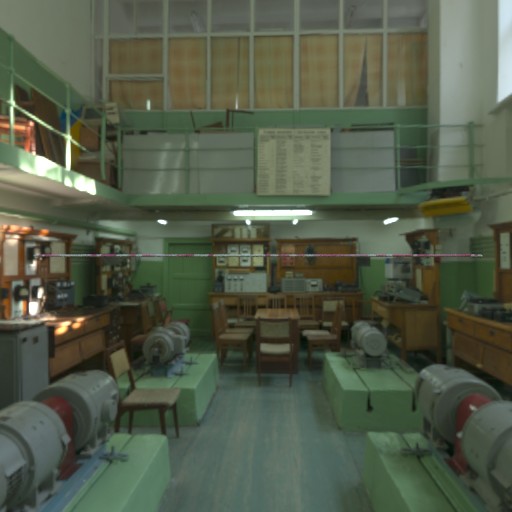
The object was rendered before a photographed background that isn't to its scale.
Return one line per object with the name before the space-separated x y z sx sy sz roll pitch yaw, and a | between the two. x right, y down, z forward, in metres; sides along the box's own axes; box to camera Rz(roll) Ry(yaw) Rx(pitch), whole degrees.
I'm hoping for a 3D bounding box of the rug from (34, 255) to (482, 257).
rug | 0.000 0.000 2.796 2.458 0.011 0.787 0 0 1
